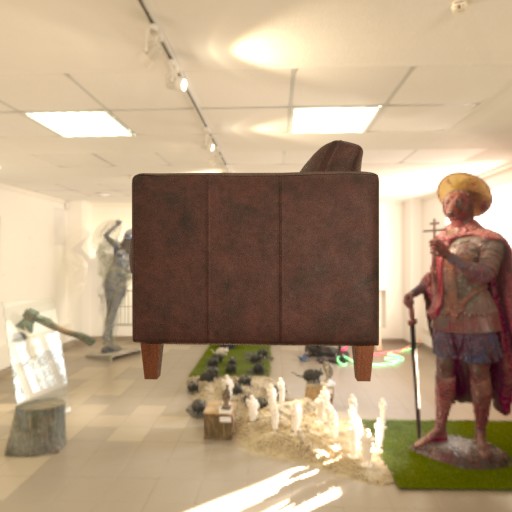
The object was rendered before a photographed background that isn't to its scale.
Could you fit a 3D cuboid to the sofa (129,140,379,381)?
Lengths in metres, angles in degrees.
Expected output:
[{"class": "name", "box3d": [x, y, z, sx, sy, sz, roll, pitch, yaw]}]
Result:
[{"class": "sofa", "box3d": [0.000, 0.000, 2.936, 1.045, 1.006, 2.464, 0, 0, 2]}]
